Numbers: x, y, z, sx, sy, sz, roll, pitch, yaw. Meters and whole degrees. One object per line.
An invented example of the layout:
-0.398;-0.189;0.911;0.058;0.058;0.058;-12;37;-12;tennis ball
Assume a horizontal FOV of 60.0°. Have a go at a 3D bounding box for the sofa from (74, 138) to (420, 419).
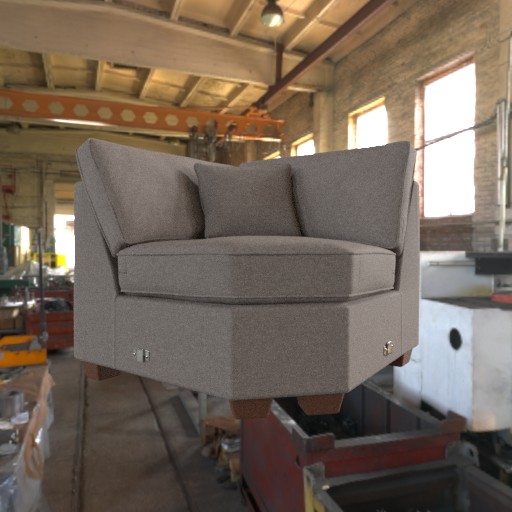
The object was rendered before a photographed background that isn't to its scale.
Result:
0.000;0.000;1.805;1.042;0.951;1.050;1;1;36;sofa
